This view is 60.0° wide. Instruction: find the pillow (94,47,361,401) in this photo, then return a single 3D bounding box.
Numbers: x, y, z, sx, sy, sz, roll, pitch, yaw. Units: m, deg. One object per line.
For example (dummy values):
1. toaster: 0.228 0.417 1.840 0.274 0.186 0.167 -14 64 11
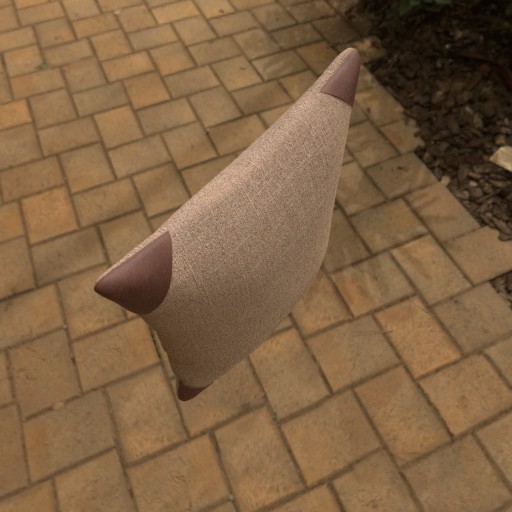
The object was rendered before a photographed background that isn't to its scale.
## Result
1. pillow: 0.000 0.000 0.655 0.147 0.448 0.437 32 64 18
